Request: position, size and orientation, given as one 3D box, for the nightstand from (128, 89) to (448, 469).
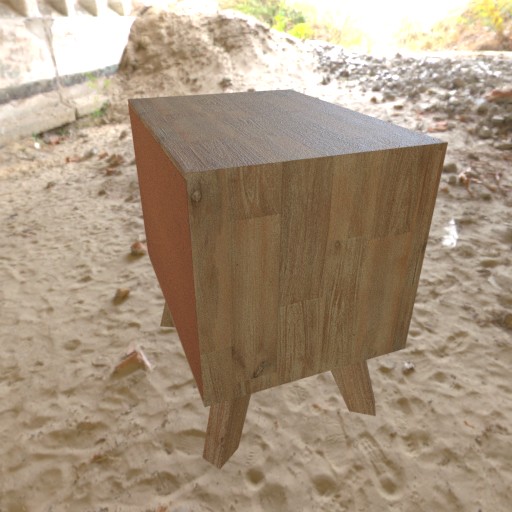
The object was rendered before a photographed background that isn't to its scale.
[{"bbox_3d":[0.000,0.000,0.961,0.396,0.589,0.552,-11,31,-19],"label":"nightstand"}]
